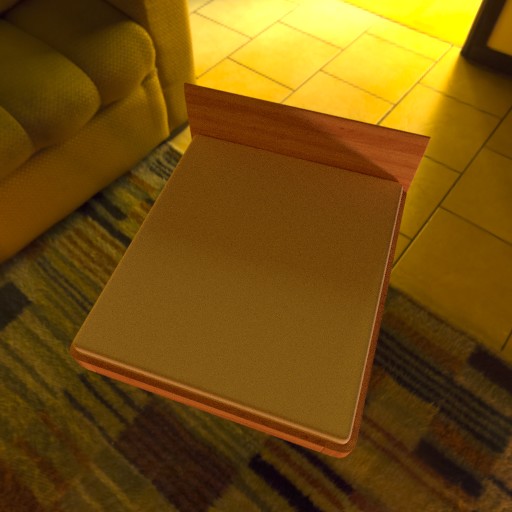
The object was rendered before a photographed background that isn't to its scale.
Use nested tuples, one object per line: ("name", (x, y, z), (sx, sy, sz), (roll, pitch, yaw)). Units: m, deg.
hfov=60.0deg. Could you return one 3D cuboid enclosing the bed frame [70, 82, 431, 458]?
("bed frame", (0.000, 0.000, 3.121), (1.872, 0.940, 2.092), (16, 59, 10))
